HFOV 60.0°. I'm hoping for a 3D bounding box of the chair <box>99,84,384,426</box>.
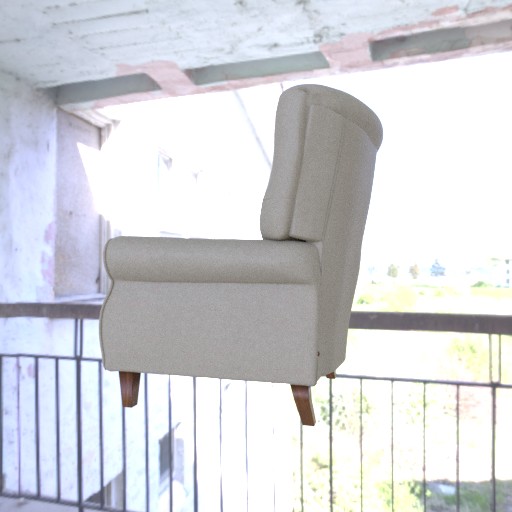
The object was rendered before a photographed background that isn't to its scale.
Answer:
[{"bbox_3d":[0.000,0.000,1.905,1.059,1.158,0.943,0,-1,17],"label":"chair"}]
